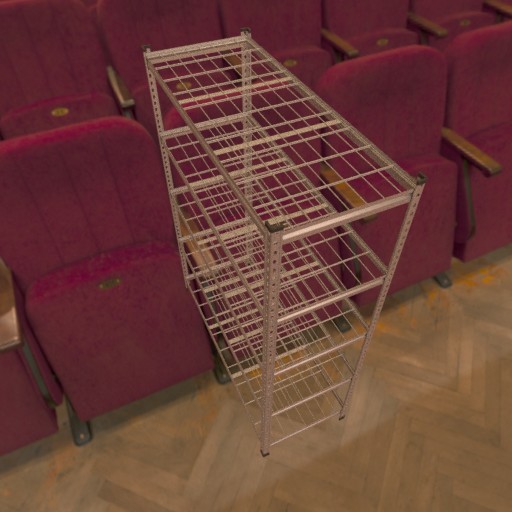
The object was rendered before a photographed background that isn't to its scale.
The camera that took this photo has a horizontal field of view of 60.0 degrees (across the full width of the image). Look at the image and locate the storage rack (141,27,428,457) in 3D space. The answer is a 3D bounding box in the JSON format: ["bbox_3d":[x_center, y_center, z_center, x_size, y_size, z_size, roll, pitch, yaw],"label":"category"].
[{"bbox_3d":[0.000,0.000,2.633,0.610,1.981,1.524,-19,50,-17],"label":"storage rack"}]
